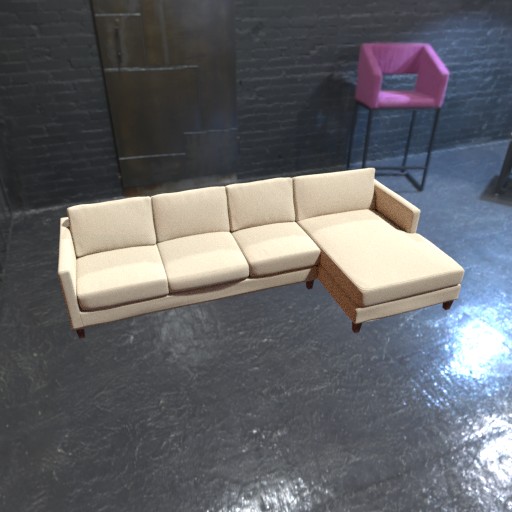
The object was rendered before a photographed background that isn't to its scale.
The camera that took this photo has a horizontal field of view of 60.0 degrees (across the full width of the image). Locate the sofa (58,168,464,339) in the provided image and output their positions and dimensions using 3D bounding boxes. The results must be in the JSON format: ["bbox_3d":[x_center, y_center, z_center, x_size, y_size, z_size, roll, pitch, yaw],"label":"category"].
[{"bbox_3d":[0.000,0.000,3.902,3.186,0.861,1.625,-10,34,-16],"label":"sofa"}]
